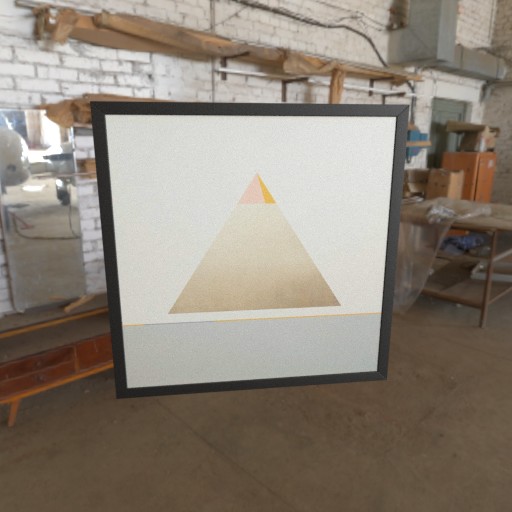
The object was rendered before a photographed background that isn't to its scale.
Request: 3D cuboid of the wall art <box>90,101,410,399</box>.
[{"bbox_3d":[0.000,0.000,0.783,0.513,0.511,0.028,-2,15,-7],"label":"wall art"}]
